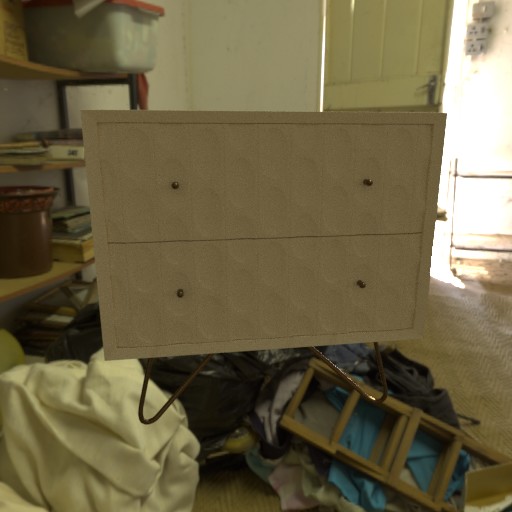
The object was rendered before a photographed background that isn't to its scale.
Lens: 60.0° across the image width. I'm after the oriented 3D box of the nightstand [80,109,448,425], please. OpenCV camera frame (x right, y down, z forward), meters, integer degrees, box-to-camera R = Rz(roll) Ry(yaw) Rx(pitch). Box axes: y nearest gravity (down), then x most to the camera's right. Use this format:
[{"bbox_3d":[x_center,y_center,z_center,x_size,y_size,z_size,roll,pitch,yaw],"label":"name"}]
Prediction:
[{"bbox_3d":[0.000,0.000,1.009,0.614,0.604,0.447,-2,15,-8],"label":"nightstand"}]
